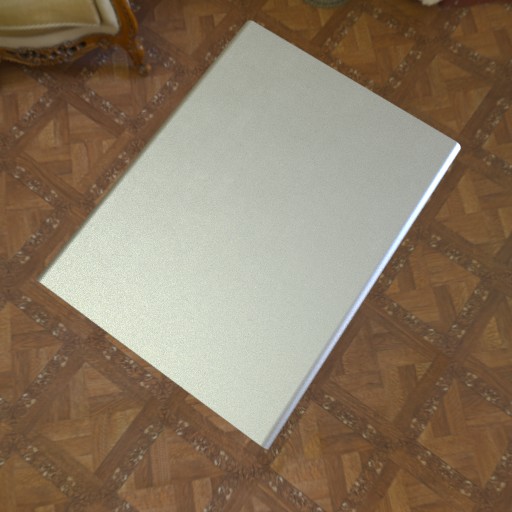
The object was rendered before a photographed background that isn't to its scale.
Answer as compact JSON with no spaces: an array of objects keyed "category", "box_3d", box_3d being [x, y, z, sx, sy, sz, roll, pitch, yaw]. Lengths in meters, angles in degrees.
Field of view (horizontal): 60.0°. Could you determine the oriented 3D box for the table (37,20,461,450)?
[{"category":"table","box_3d":[0.000,0.000,1.367,0.584,0.876,0.762,34,79,7]}]
